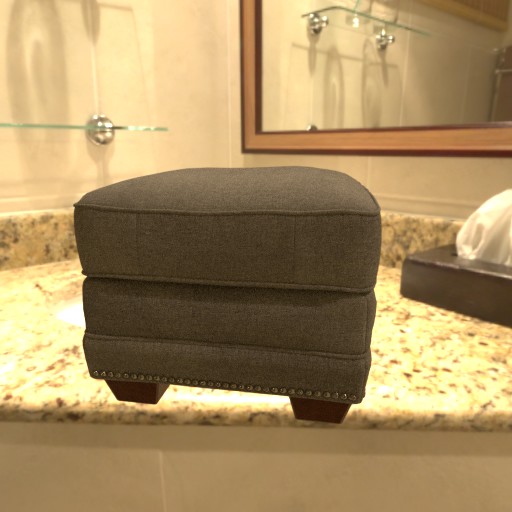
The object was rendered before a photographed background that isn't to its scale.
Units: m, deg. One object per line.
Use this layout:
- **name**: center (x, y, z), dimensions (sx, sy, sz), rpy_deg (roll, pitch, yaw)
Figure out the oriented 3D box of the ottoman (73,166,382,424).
- **ottoman**: center (0.000, 0.000, 1.149), dimensions (0.561, 0.457, 0.813), rpy_deg (3, 14, 10)
